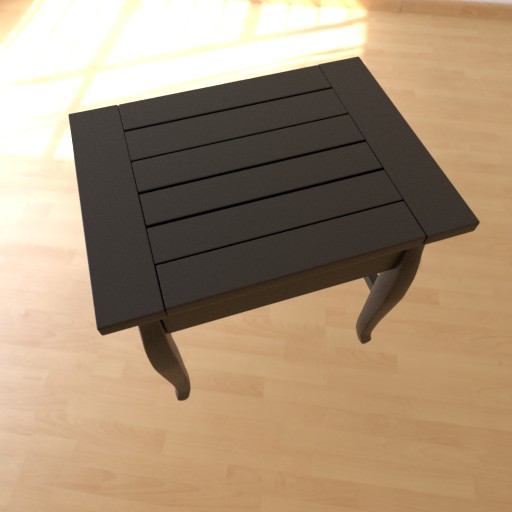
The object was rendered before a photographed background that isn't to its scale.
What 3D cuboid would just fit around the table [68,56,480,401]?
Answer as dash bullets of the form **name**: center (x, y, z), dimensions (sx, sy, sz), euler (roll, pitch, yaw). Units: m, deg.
- **table**: center (0.000, 0.000, 1.024), dimensions (0.602, 0.604, 0.460), euler (-15, 59, -9)
